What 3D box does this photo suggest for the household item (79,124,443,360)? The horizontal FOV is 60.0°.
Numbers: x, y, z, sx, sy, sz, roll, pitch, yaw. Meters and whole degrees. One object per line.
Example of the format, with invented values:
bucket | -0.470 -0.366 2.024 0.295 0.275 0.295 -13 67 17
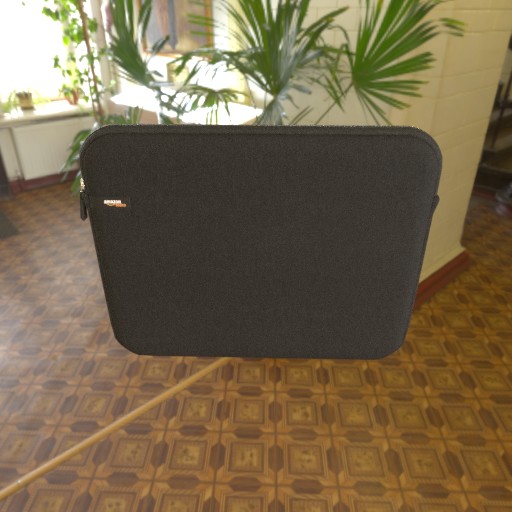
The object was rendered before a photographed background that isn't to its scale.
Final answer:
household item | 0.000 0.000 0.526 0.396 0.305 0.030 1 29 1
